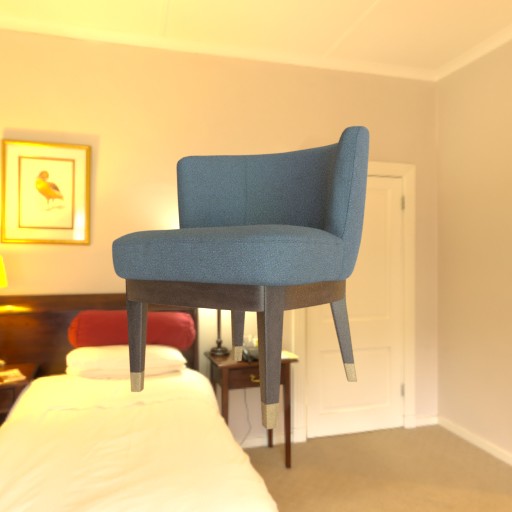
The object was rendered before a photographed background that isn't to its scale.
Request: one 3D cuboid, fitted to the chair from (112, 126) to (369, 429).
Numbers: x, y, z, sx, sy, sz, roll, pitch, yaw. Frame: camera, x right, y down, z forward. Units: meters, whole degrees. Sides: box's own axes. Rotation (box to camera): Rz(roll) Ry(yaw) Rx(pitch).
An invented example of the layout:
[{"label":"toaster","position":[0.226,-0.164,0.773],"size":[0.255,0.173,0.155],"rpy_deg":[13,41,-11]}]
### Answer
[{"label":"chair","position":[0.000,0.000,1.327],"size":[0.661,0.760,0.702],"rpy_deg":[0,0,36]}]
